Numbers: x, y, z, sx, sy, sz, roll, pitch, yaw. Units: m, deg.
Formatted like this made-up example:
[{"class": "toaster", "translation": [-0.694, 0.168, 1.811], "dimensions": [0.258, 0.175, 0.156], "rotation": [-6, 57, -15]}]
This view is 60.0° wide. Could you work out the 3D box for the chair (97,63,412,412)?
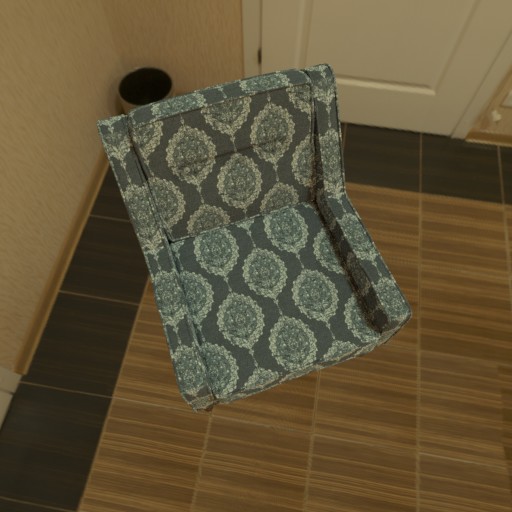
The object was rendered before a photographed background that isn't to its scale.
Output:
[{"class": "chair", "translation": [0.000, 0.000, 1.361], "dimensions": [0.663, 0.792, 0.743], "rotation": [-17, 65, -8]}]
